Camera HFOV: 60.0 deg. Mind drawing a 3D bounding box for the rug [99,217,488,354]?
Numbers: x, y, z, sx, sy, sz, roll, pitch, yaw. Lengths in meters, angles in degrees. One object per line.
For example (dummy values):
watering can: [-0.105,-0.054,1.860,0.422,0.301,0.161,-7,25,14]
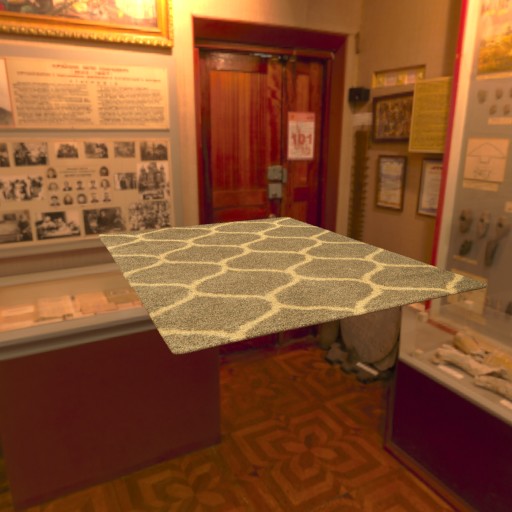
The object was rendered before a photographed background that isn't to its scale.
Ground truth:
rug: [0.000,0.000,4.075,2.399,0.026,3.000,-8,17,-25]
